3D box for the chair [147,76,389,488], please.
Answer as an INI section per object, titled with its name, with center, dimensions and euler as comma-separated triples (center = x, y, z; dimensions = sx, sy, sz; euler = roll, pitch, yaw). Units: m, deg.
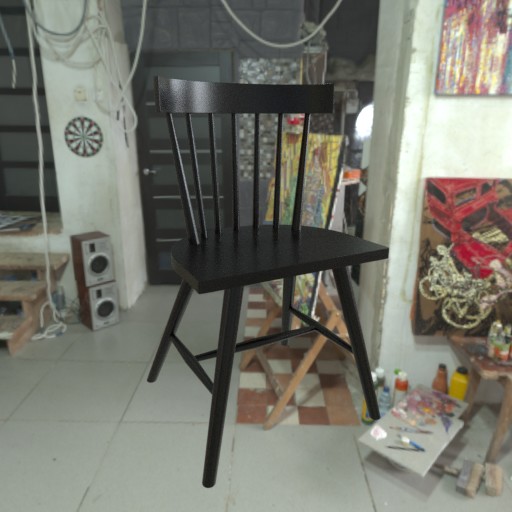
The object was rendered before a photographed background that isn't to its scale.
[chair]
center = 0.000, 0.000, 1.140
dimensions = 0.506, 0.844, 0.483
euler = -9, 19, -27
